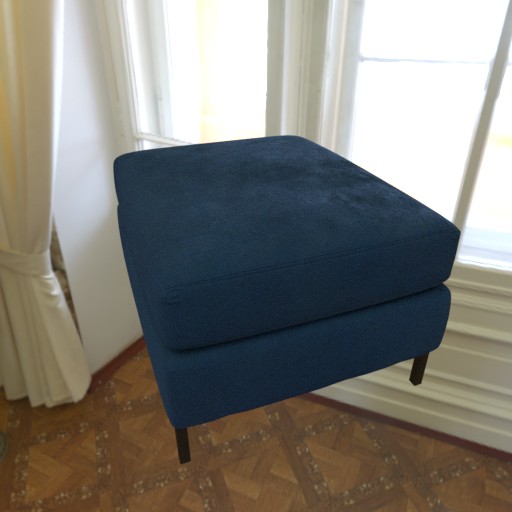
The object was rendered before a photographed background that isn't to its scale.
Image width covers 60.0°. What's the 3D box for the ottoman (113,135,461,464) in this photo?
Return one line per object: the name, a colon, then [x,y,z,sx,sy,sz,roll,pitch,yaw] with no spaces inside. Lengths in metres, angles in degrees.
ottoman: [0.000,0.000,1.191,0.655,0.485,0.794,-11,32,-18]
